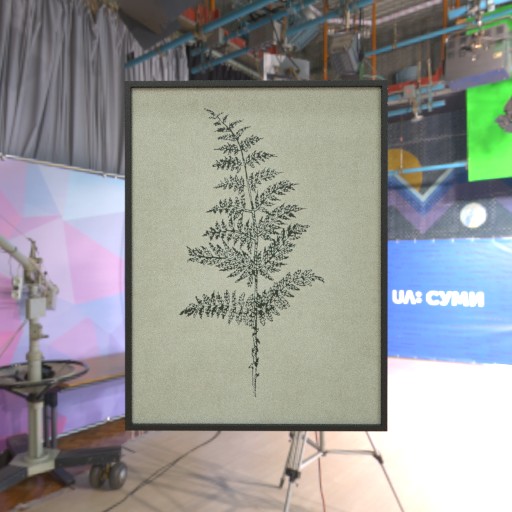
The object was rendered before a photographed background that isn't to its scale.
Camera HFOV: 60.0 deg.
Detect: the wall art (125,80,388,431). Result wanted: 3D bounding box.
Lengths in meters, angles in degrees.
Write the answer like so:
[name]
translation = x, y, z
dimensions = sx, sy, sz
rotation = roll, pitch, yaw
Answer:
[wall art]
translation = 0.000, 0.000, 1.370
dimensions = 0.802, 1.070, 0.036
rotation = 0, 0, 0
